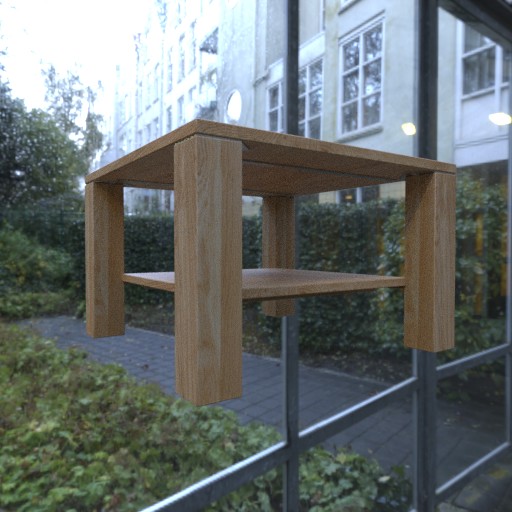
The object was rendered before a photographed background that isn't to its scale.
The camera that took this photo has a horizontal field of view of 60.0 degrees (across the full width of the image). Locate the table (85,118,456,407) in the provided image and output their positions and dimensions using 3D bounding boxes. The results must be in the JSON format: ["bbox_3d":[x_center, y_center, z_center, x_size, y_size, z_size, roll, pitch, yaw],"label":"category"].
[{"bbox_3d":[0.000,0.000,1.172,0.700,0.450,0.700,-1,2,-34],"label":"table"}]
